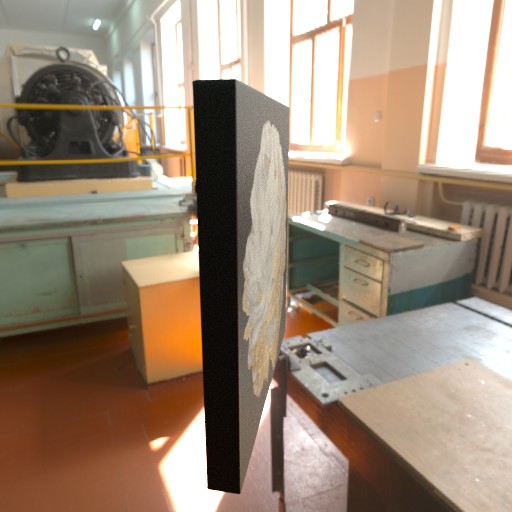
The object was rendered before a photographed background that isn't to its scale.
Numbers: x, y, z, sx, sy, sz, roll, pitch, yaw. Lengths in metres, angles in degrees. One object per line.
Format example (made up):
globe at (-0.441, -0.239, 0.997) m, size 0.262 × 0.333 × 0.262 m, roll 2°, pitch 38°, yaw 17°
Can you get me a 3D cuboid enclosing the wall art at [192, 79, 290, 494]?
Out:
wall art at (0.000, 0.000, 0.603) m, size 0.041 × 0.407 × 0.406 m, roll 3°, pitch 16°, yaw 10°
